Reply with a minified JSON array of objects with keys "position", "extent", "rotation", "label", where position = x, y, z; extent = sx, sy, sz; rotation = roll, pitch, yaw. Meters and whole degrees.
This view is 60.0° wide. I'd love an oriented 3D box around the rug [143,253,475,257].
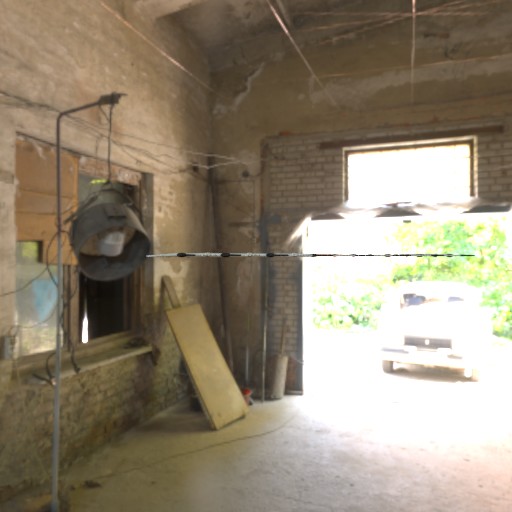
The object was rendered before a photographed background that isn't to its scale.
[{"position":[0.000,0.000,3.340],"extent":[1.524,0.021,2.755],"rotation":[0,0,-17],"label":"rug"}]
